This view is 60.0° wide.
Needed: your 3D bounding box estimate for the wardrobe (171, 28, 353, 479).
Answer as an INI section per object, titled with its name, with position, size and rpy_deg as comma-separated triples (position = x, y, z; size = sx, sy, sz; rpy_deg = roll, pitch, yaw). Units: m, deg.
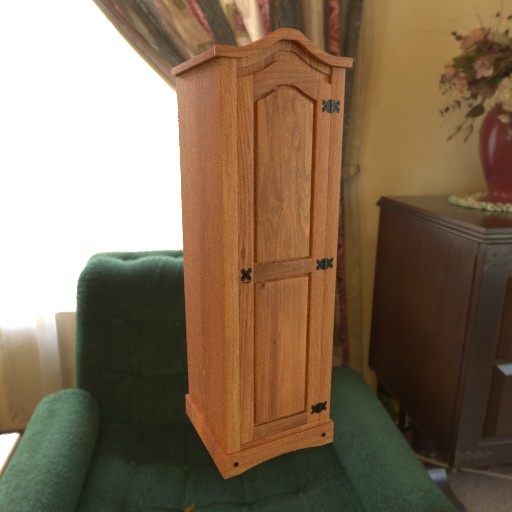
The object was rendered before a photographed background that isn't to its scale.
[wardrobe]
position = 0.000, 0.000, 2.120
size = 0.590, 1.870, 0.570
rpy_deg = -7, 16, -25
